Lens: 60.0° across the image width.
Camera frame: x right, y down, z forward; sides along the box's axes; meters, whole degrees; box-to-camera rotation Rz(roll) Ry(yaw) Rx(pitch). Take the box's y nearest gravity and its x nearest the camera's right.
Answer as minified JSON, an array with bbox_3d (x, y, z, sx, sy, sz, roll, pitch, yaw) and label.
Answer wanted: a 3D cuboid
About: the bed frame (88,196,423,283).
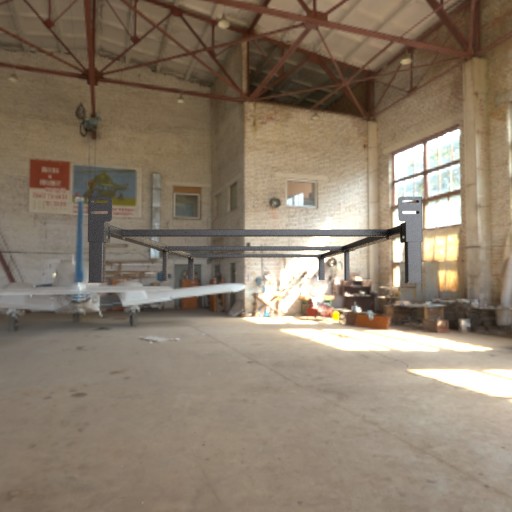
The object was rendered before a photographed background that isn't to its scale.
[{"bbox_3d":[0.000,0.000,2.217,0.968,0.248,1.897,0,-3,0],"label":"bed frame"}]
